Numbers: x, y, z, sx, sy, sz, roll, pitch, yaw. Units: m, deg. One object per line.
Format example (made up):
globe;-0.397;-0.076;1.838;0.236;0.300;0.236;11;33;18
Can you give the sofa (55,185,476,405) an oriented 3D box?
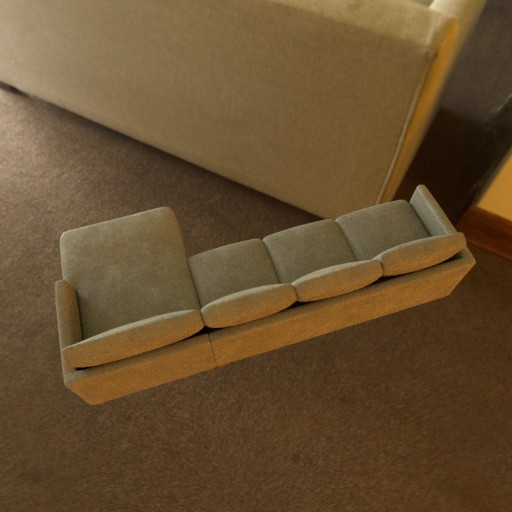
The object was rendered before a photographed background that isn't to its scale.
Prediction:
sofa;0.000;0.000;4.087;3.471;0.950;1.604;-15;60;-9
